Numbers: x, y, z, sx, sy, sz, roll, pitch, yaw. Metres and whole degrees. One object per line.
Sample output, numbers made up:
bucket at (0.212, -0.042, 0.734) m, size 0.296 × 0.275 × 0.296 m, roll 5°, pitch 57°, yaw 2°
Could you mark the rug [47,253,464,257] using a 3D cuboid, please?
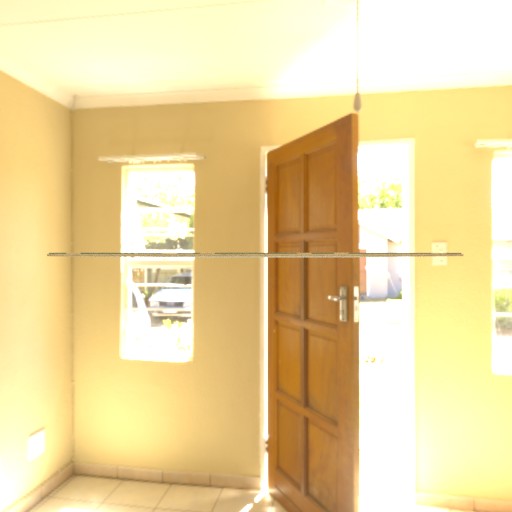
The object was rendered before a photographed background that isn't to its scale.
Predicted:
rug at (0.000, 0.000, 4.138) m, size 2.466 × 0.021 × 3.049 m, roll 0°, pitch 0°, yaw 0°
